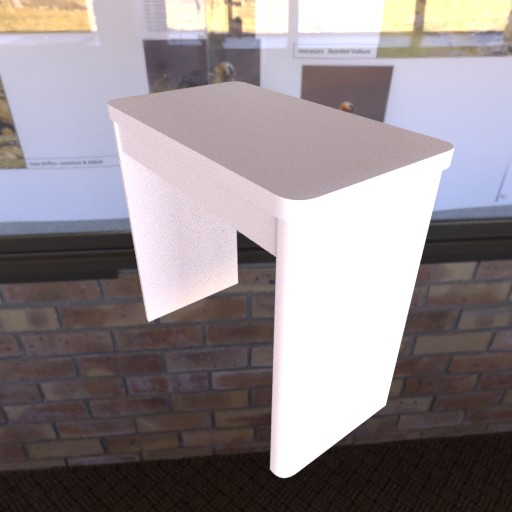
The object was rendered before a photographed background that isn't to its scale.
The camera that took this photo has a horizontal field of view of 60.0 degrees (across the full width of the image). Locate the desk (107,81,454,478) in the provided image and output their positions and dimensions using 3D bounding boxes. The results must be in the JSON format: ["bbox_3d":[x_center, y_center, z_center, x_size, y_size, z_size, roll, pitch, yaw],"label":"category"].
[{"bbox_3d":[0.000,0.000,1.248,0.446,0.760,0.790,-22,39,-30],"label":"desk"}]
